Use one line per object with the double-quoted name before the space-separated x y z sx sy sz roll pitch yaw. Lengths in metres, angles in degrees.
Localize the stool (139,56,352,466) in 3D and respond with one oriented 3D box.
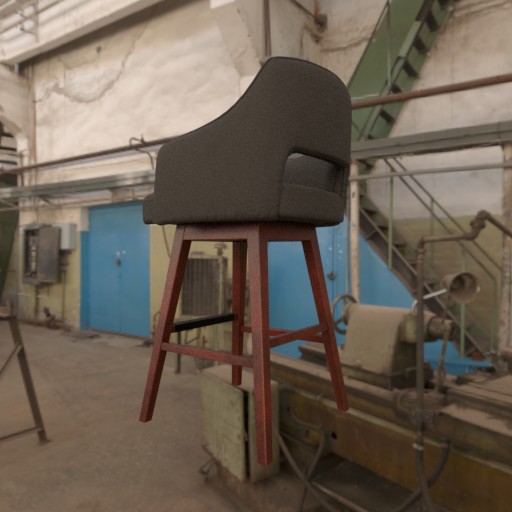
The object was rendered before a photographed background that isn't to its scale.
"stool" 0.000 0.000 1.380 0.558 1.012 0.548 1 1 36
